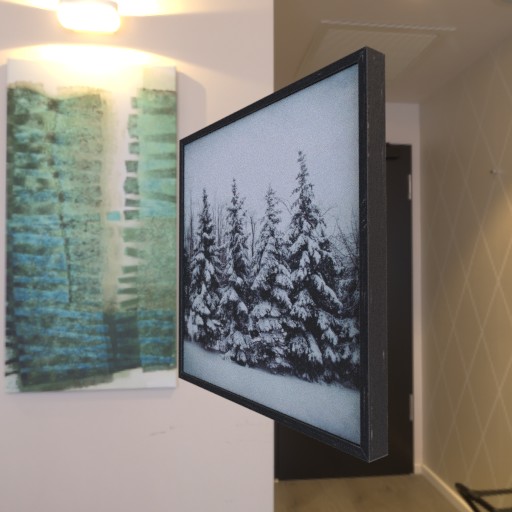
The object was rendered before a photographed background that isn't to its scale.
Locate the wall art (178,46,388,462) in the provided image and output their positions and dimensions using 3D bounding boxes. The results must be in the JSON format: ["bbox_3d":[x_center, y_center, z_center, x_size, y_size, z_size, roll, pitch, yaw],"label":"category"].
[{"bbox_3d":[0.000,0.000,0.751,0.036,0.506,0.506,1,-2,-36],"label":"wall art"}]
